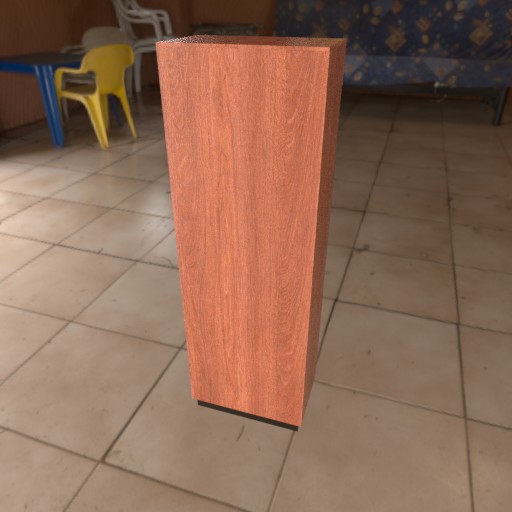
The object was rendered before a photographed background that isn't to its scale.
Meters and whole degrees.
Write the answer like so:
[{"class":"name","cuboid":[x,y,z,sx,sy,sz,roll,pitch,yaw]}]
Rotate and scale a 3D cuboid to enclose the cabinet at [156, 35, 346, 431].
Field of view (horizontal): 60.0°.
[{"class":"cabinet","cuboid":[0.000,0.000,2.253,0.660,1.980,0.420,9,32,15]}]
